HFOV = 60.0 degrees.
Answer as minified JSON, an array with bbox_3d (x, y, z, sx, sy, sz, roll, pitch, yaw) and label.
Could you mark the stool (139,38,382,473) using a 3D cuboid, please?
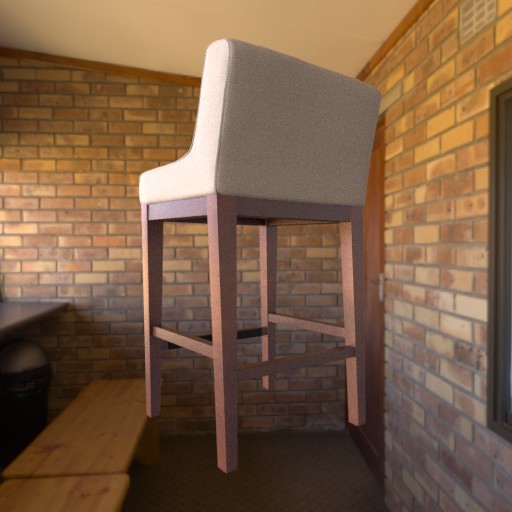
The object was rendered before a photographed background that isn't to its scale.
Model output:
[{"bbox_3d":[0.000,0.000,1.247,0.511,0.937,0.500,-1,1,-37],"label":"stool"}]
